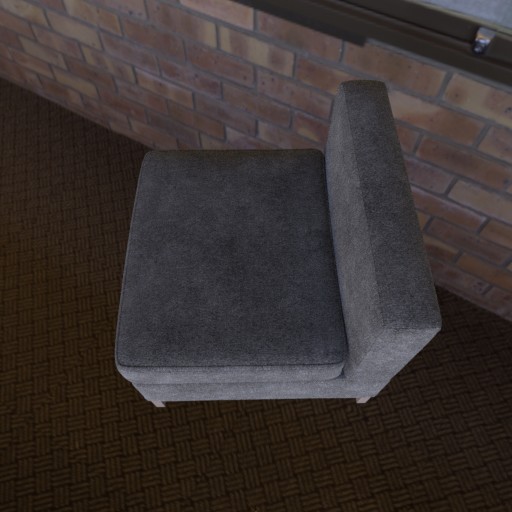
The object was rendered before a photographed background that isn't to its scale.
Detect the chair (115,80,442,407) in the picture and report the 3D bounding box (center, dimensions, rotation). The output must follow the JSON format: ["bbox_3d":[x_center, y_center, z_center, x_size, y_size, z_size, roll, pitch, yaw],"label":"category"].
[{"bbox_3d":[0.000,0.000,1.215,0.680,0.660,0.680,-1,60,-1],"label":"chair"}]
